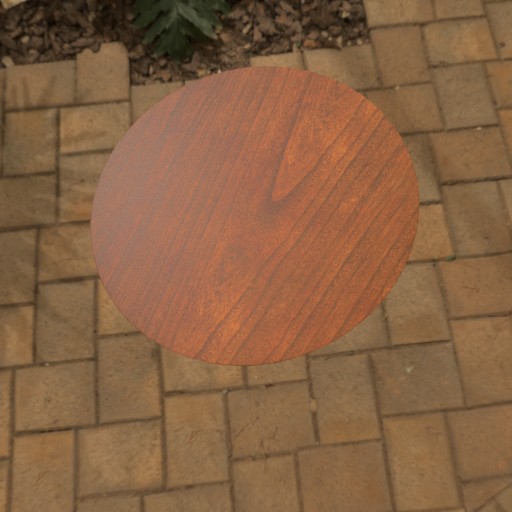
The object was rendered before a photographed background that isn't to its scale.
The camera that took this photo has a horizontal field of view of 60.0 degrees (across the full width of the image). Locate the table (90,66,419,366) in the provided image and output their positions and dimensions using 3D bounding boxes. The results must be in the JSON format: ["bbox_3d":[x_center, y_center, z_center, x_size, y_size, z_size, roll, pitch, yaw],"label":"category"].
[{"bbox_3d":[0.000,0.000,1.101,0.577,0.706,0.530,-34,77,-9],"label":"table"}]
